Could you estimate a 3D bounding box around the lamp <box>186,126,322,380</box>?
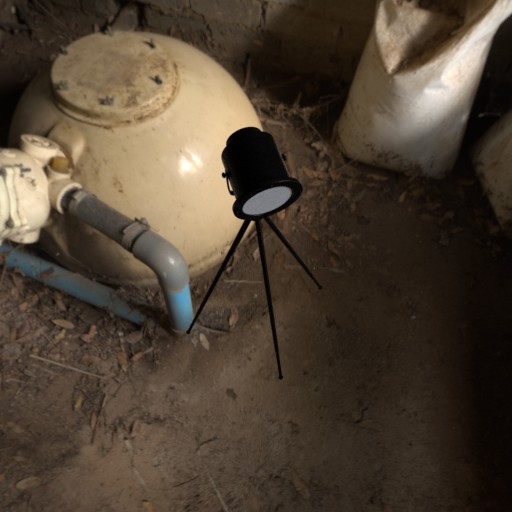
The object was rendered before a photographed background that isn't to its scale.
[{"bbox_3d":[0.000,0.000,2.038,0.879,1.504,0.884,-18,65,-9],"label":"lamp"}]
